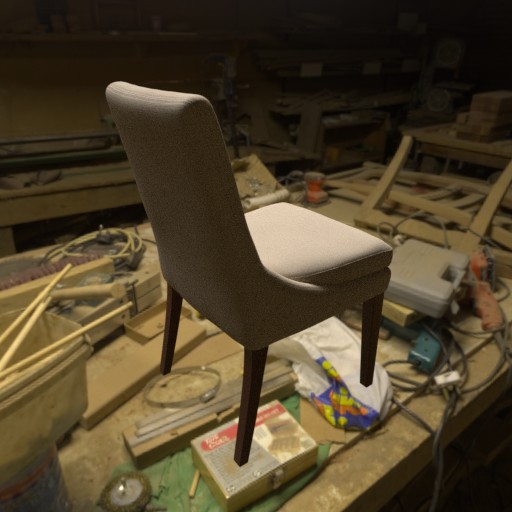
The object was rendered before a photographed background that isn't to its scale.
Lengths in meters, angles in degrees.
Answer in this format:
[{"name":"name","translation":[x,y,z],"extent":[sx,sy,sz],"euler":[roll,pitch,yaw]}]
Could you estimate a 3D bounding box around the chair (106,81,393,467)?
[{"name":"chair","translation":[0.000,0.000,1.277],"extent":[0.638,0.940,0.515],"euler":[-18,31,-33]}]
